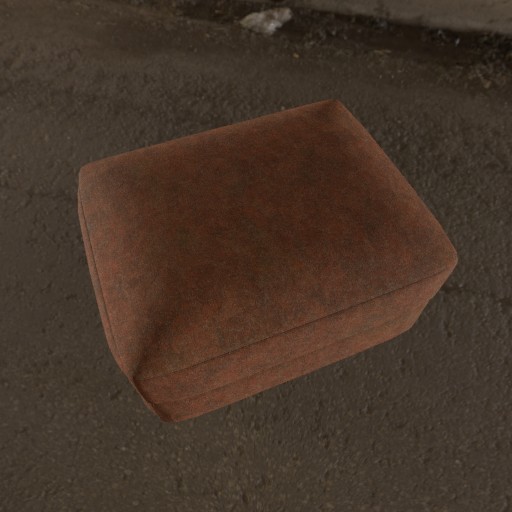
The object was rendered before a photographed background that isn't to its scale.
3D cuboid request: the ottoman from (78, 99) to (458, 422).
[{"bbox_3d":[0.000,0.000,1.179,0.787,0.508,0.635,-18,59,-12],"label":"ottoman"}]
